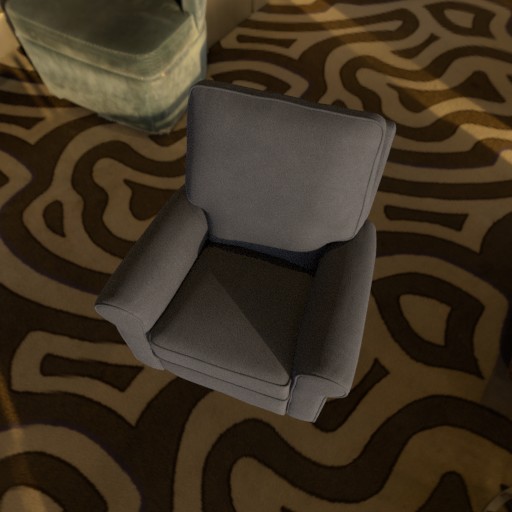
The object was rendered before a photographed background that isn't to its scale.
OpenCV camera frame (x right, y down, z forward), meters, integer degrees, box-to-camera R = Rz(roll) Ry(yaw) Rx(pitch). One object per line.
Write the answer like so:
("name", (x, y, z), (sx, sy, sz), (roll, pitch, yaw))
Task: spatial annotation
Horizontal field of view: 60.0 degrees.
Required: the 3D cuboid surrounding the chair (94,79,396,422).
("chair", (0.000, 0.000, 1.670), (0.890, 0.961, 0.878), (16, 59, 10))
